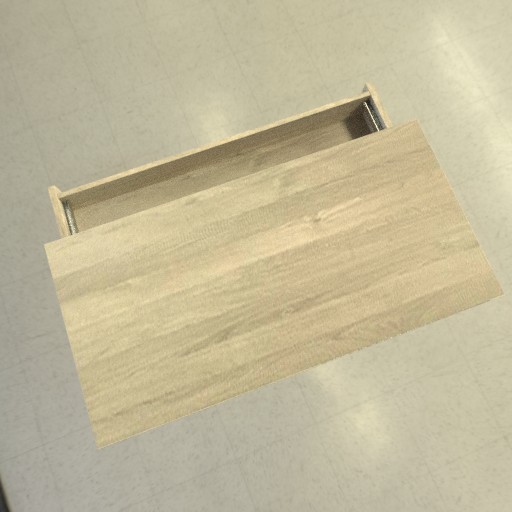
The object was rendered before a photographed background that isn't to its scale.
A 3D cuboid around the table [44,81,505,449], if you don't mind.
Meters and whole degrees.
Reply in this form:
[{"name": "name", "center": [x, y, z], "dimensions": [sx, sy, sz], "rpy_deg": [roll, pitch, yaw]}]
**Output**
[{"name": "table", "center": [0.000, 0.000, 1.367], "dimensions": [1.000, 0.570, 0.712], "rpy_deg": [-20, 77, -5]}]
